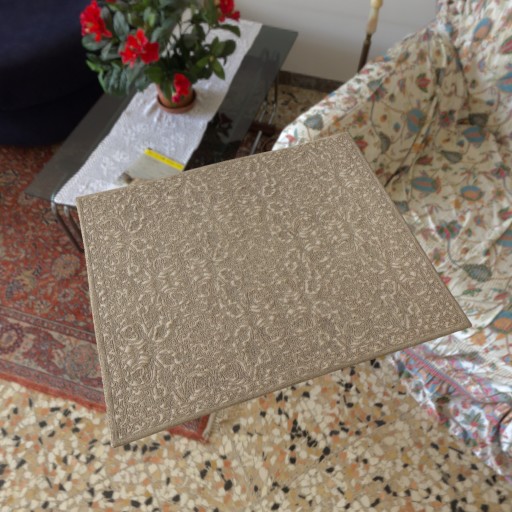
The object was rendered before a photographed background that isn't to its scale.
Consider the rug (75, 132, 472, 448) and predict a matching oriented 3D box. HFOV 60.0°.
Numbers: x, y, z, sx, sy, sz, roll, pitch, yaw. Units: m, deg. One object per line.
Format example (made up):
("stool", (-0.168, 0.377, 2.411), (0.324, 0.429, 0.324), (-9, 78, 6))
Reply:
("rug", (0.000, 0.000, 4.082), (3.017, 0.035, 2.472), (-16, 59, -10))
